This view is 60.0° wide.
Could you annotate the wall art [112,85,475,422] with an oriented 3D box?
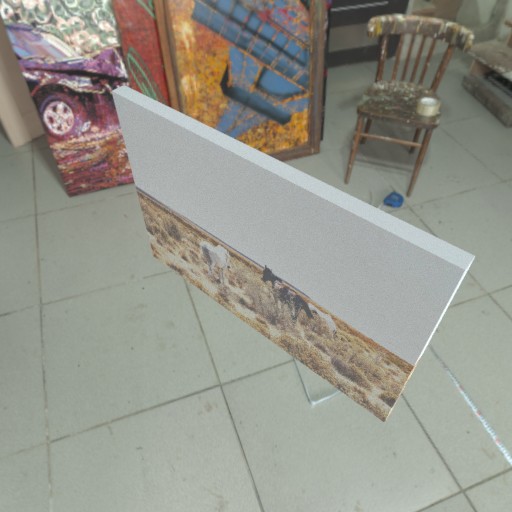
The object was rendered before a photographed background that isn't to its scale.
[{"bbox_3d":[0.000,0.000,1.425,1.138,0.761,0.051,32,55,26],"label":"wall art"}]
